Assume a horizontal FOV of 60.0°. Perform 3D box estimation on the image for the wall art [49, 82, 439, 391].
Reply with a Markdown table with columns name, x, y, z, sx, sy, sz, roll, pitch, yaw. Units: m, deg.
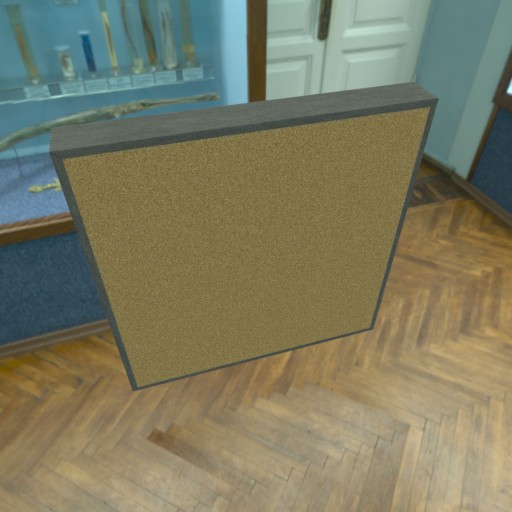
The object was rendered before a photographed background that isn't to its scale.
| name | x | y | z | sx | sy | sz | roll | pitch | yaw |
| --- | --- | --- | --- | --- | --- | --- | --- | --- | --- |
| wall art | 0.000 | 0.000 | 0.446 | 0.303 | 0.302 | 0.038 | -12 | 44 | -12 |
